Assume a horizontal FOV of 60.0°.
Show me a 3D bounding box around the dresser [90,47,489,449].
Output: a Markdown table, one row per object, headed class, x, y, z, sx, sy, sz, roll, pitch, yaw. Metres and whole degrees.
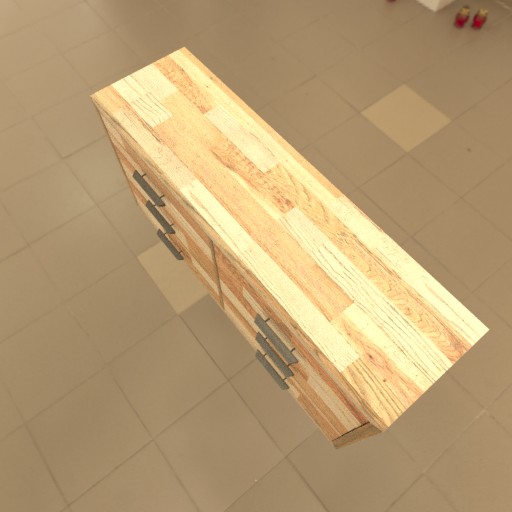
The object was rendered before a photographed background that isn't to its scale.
| class | x | y | z | sx | sy | sz | roll | pitch | yaw |
| --- | --- | --- | --- | --- | --- | --- | --- | --- | --- |
| dresser | 0.000 | 0.000 | 1.856 | 0.487 | 0.834 | 1.547 | -36 | 68 | -16 |
